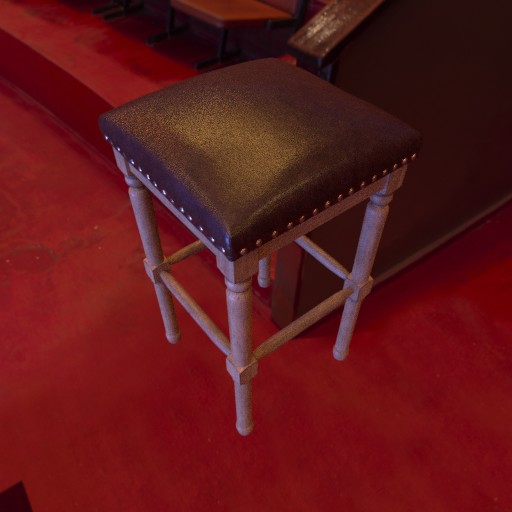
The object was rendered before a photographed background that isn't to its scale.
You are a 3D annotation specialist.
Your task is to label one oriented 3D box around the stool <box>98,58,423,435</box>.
[{"bbox_3d":[0.000,0.000,0.932,0.383,0.702,0.382,-30,53,-25],"label":"stool"}]
